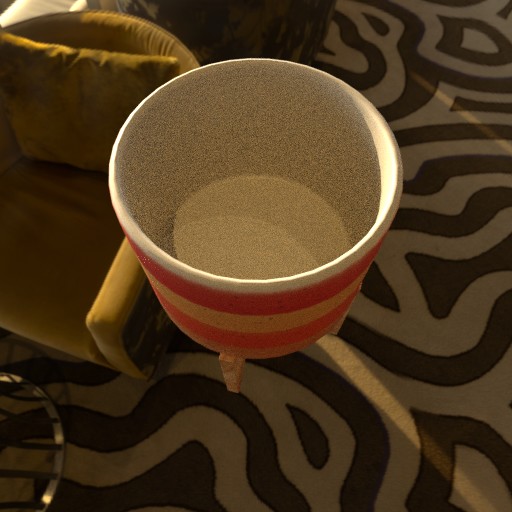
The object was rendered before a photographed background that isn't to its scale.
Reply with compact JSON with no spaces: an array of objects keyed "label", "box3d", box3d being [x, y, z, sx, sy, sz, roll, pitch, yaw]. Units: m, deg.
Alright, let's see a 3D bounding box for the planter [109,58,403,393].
[{"label":"planter","box3d":[0.000,0.000,0.554,0.269,0.379,0.269,0,62,0]}]
